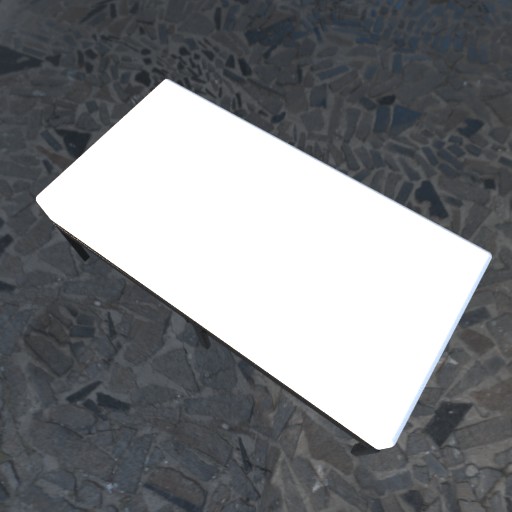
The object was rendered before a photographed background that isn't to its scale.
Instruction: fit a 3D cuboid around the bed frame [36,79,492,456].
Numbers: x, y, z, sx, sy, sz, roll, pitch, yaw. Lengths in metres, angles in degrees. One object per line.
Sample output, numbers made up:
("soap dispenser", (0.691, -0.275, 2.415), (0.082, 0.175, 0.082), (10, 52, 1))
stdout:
("bed frame", (0.000, 0.000, 2.373), (1.950, 0.659, 1.023), (32, 68, 15))
